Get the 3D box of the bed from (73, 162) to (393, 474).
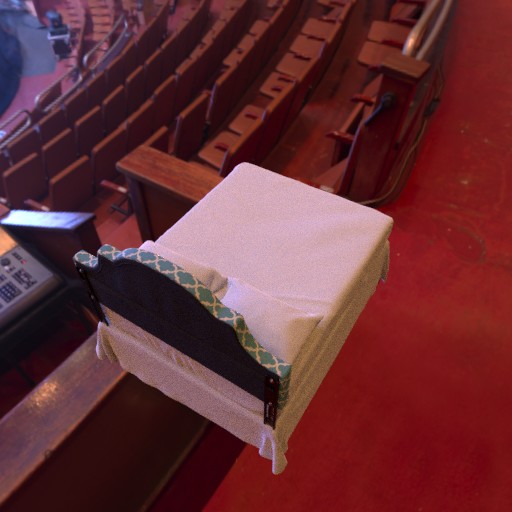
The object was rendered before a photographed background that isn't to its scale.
[{"bbox_3d":[0.000,0.000,3.439,1.780,1.633,2.222,25,52,21],"label":"bed"}]
